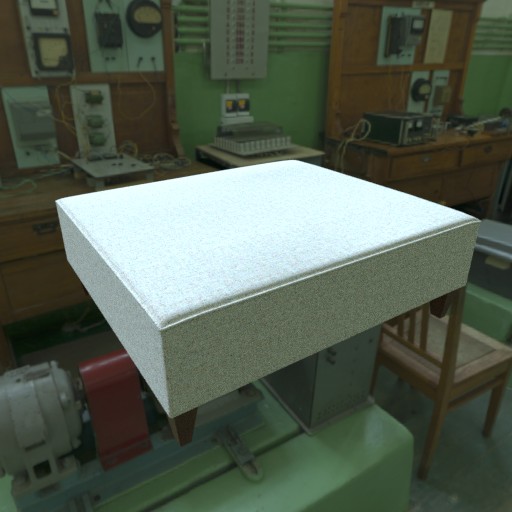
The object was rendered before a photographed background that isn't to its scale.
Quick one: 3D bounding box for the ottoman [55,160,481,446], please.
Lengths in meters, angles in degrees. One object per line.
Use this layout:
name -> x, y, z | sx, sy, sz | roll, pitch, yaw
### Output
ottoman -> 0.000, 0.000, 1.200 | 0.835, 0.303, 0.736 | -16, 30, -30
